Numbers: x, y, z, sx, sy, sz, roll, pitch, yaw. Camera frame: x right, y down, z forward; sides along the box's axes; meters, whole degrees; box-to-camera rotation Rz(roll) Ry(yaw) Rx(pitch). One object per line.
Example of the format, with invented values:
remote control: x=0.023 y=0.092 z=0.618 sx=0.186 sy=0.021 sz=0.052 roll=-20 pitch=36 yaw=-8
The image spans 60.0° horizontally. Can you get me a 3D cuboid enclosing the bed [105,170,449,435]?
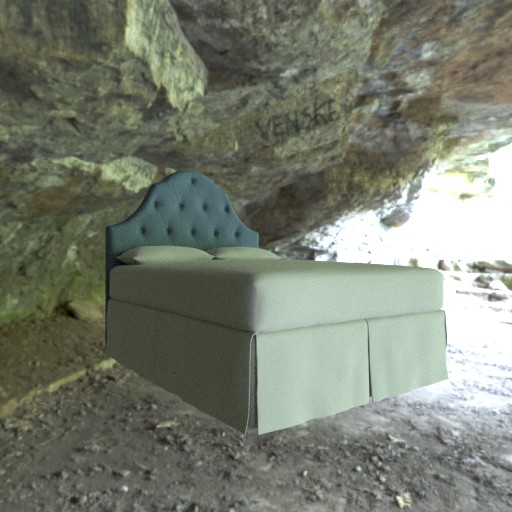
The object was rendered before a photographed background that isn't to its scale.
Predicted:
bed: x=0.000 y=0.000 z=3.245 sx=1.636 sy=1.575 sz=2.155 roll=0 pitch=0 yaw=-36
